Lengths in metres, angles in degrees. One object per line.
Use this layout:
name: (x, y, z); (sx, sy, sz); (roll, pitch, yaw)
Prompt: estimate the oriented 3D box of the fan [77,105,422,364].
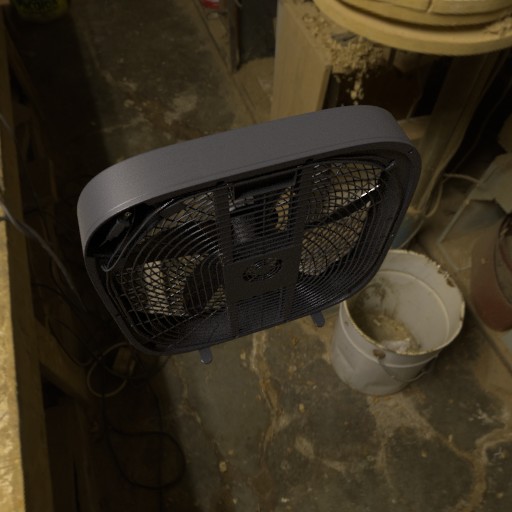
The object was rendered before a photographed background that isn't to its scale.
fan: (0.000, 0.000, 0.801); (0.526, 0.533, 0.142); (-16, 59, -10)
